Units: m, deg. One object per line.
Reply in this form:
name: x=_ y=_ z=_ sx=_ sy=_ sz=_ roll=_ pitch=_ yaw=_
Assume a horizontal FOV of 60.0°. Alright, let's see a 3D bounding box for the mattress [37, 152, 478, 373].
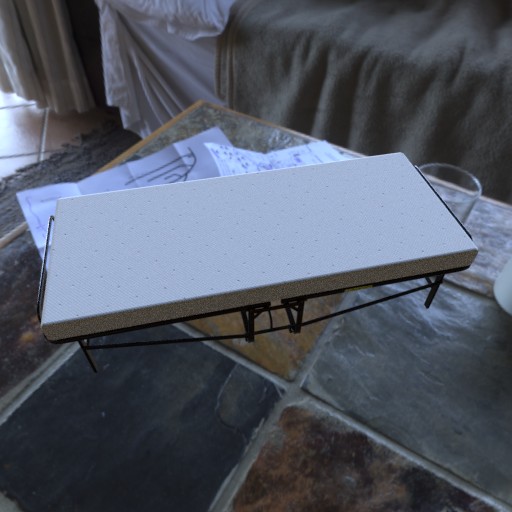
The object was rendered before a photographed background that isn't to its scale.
mattress: x=0.000 y=0.000 z=2.515 sx=2.153 sy=0.519 sz=0.922 roll=-9 pitch=48 yaw=-9
